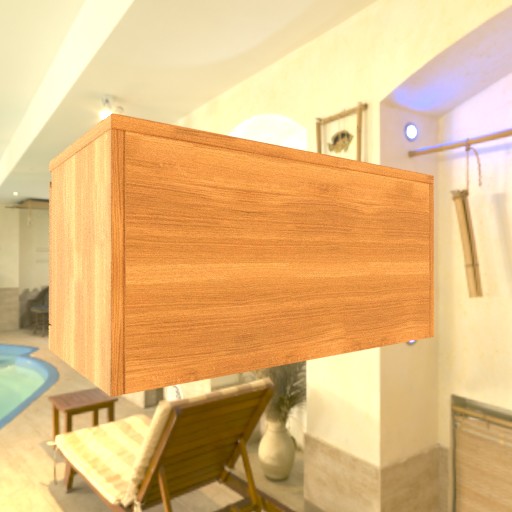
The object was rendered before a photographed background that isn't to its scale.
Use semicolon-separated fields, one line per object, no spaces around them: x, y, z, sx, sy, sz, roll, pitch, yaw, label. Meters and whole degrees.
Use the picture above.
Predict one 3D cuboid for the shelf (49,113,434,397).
0.000;0.000;1.019;0.800;0.400;0.400;0;0;-36;shelf
